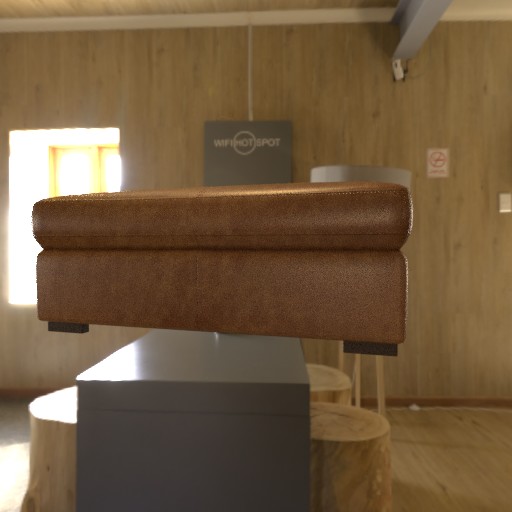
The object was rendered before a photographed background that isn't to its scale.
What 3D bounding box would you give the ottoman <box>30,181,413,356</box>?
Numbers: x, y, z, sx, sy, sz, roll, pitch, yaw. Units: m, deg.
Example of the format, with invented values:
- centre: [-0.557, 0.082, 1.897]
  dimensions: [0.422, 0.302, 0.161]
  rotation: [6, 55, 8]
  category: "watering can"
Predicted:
- centre: [0.000, 0.000, 1.801]
  dimensions: [1.169, 0.483, 1.168]
  rotation: [0, 1, 18]
  category: "ottoman"
